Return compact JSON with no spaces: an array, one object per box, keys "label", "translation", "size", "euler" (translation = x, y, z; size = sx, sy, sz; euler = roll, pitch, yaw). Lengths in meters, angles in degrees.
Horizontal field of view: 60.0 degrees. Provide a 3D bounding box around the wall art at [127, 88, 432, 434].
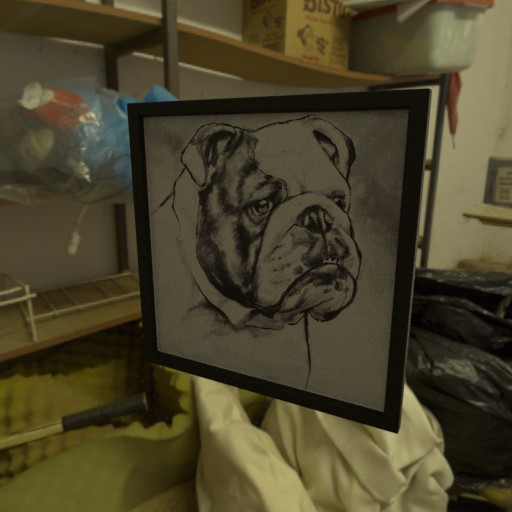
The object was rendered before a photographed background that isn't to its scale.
[{"label":"wall art","translation":[0.000,0.000,0.670],"size":[0.456,0.453,0.022],"euler":[8,16,27]}]
